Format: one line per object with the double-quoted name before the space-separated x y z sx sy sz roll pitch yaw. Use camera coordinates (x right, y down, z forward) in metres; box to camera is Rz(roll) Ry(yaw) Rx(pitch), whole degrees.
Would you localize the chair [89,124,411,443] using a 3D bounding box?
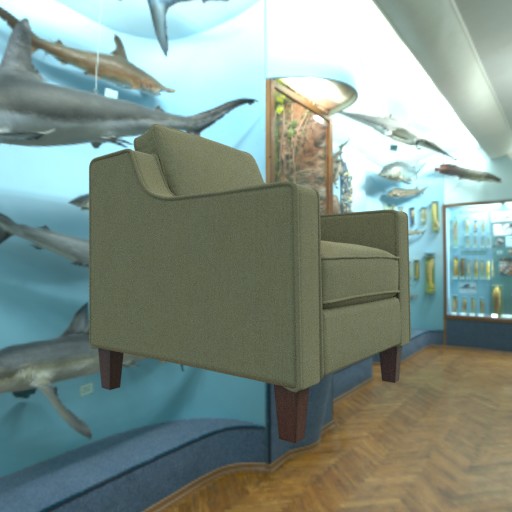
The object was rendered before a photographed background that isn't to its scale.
"chair" 0.000 0.000 1.664 0.909 0.960 0.831 -1 -1 37
